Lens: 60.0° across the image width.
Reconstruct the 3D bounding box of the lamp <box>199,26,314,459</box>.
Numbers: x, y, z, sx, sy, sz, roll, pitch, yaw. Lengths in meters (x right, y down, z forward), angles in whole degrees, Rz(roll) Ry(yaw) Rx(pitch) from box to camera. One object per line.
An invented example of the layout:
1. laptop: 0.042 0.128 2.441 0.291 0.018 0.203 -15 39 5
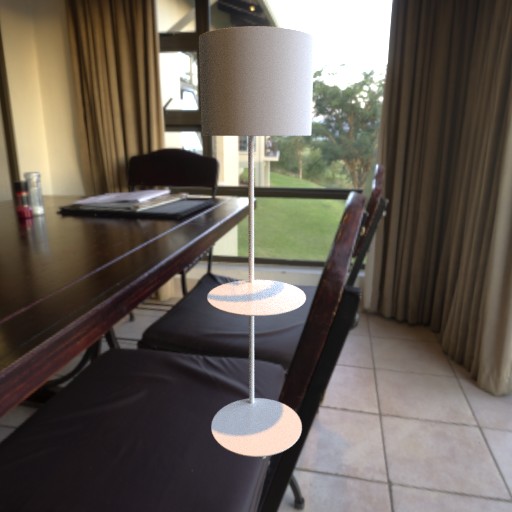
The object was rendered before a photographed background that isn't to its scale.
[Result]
1. lamp: 0.000 0.000 1.647 0.372 1.465 0.405 -2 16 -7
